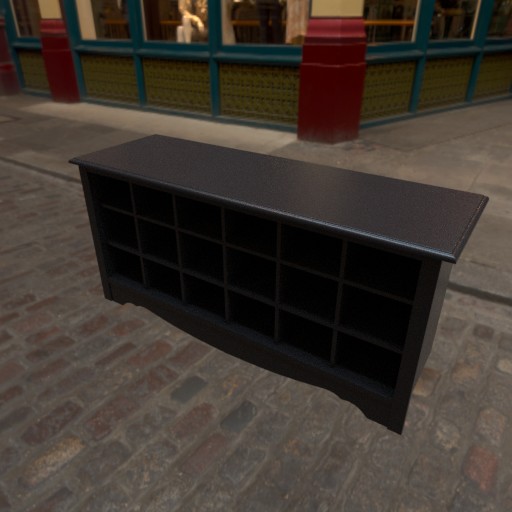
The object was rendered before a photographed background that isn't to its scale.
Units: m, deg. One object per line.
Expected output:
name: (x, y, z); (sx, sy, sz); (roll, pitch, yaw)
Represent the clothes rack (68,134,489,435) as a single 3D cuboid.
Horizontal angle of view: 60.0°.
clothes rack: (0.000, 0.000, 1.452); (1.219, 0.556, 0.406); (18, 34, 29)
